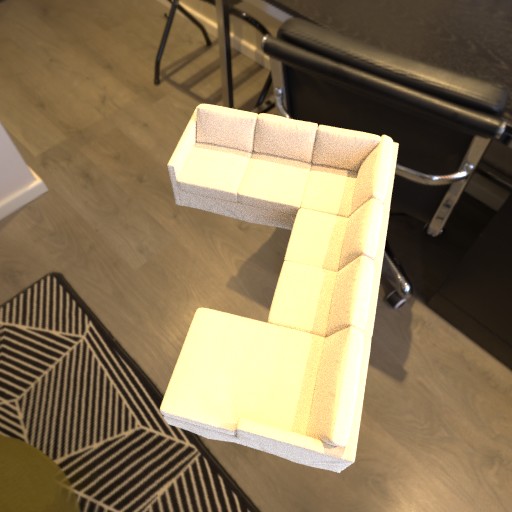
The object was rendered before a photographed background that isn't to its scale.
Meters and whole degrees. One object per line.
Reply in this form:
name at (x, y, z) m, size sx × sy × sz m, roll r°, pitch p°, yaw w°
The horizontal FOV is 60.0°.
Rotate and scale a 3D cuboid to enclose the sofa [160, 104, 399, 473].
sofa at (0.000, 0.000, 4.511) m, size 2.427 × 0.882 × 3.460 m, roll 13°, pitch 59°, yaw 8°
